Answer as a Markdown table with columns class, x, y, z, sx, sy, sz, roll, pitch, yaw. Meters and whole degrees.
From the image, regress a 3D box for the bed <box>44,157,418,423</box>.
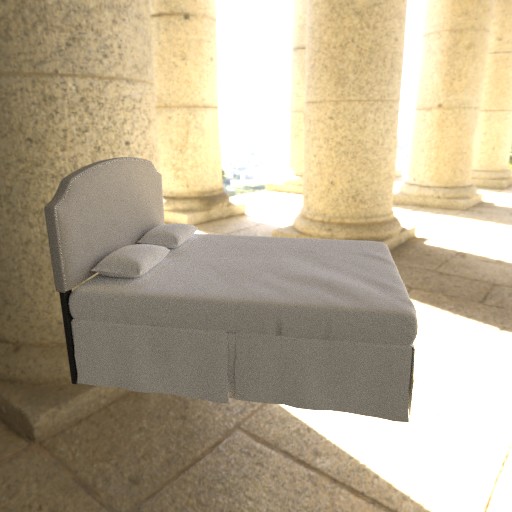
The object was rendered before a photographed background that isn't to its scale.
| class | x | y | z | sx | sy | sz | roll | pitch | yaw |
| --- | --- | --- | --- | --- | --- | --- | --- | --- | --- |
| bed | 0.000 | 0.000 | 2.997 | 1.999 | 1.270 | 1.558 | 3 | 17 | 9 |
